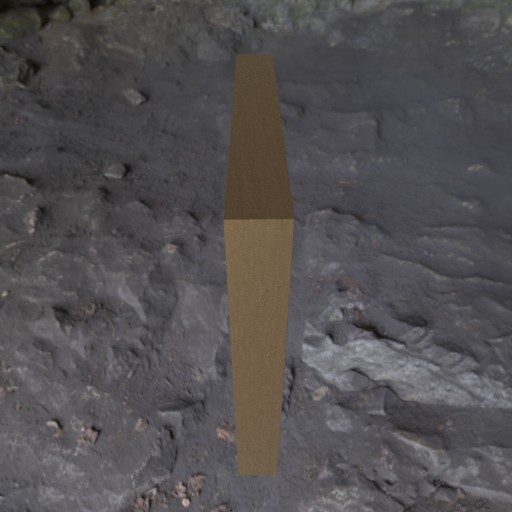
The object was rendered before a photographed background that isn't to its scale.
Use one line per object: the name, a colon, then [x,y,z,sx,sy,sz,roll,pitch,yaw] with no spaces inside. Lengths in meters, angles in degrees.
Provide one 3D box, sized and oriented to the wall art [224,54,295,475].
wall art: [0.000,0.000,0.453,0.038,0.305,0.304,0,40,0]
